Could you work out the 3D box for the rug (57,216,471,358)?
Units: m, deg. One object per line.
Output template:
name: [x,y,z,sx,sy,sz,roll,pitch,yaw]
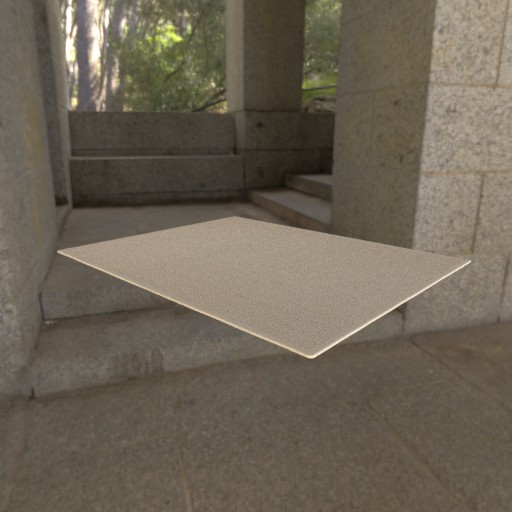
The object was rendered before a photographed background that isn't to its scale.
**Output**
rug: [0.000,0.000,4.137,3.051,0.020,2.407,15,21,41]
